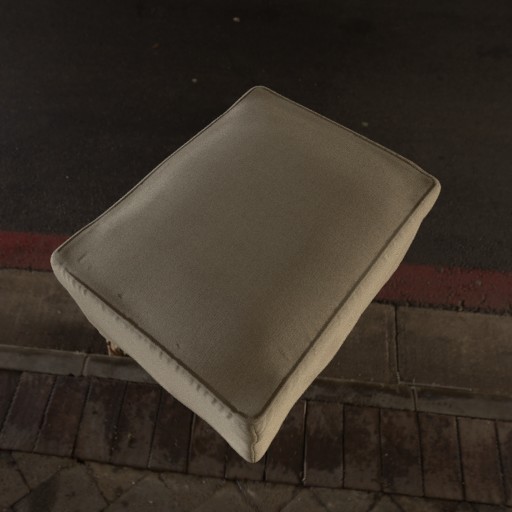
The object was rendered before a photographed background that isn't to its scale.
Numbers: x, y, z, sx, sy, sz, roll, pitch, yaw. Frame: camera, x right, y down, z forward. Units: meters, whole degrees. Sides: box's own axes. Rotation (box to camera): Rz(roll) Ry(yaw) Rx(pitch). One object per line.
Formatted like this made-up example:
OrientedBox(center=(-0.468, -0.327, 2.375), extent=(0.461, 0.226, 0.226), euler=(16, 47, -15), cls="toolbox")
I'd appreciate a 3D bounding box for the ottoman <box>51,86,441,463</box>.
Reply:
OrientedBox(center=(0.000, 0.000, 1.268), extent=(0.650, 0.485, 0.833), euler=(34, 64, 19), cls="ottoman")
